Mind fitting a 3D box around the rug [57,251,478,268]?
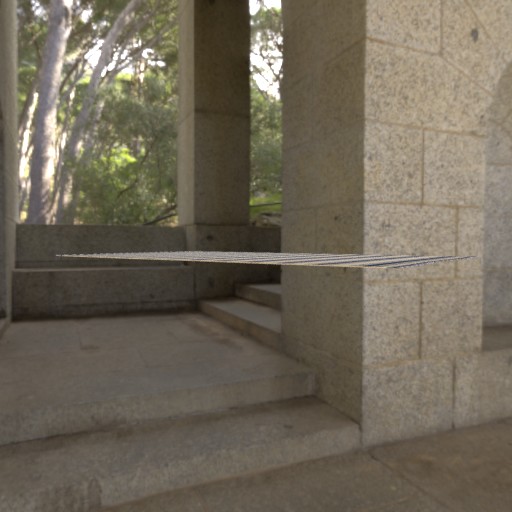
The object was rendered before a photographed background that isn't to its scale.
[{"bbox_3d":[0.000,0.000,2.535,2.108,0.009,1.248,1,2,37],"label":"rug"}]
